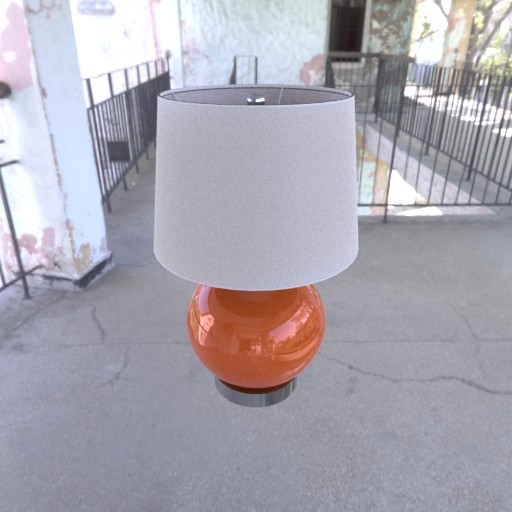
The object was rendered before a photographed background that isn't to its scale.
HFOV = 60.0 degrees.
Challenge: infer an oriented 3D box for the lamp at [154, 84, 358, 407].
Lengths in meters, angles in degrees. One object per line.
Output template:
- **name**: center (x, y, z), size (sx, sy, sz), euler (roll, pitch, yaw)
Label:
- **lamp**: center (0.000, 0.000, 0.555), size (0.247, 0.387, 0.247), euler (0, 26, 0)
